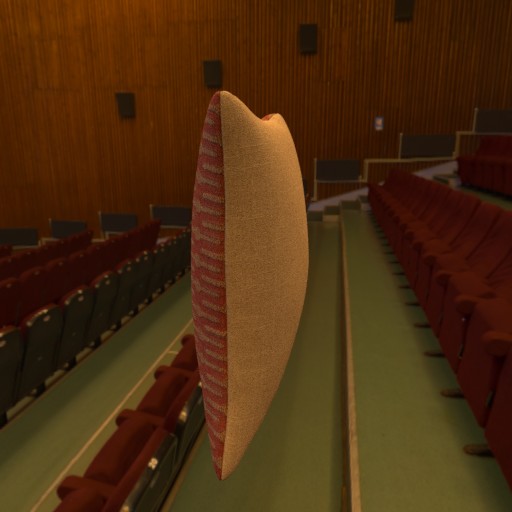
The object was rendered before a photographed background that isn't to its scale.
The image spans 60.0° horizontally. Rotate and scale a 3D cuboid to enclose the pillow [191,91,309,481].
[{"bbox_3d":[0.000,0.000,0.779,0.182,0.503,0.511,2,15,9],"label":"pillow"}]
